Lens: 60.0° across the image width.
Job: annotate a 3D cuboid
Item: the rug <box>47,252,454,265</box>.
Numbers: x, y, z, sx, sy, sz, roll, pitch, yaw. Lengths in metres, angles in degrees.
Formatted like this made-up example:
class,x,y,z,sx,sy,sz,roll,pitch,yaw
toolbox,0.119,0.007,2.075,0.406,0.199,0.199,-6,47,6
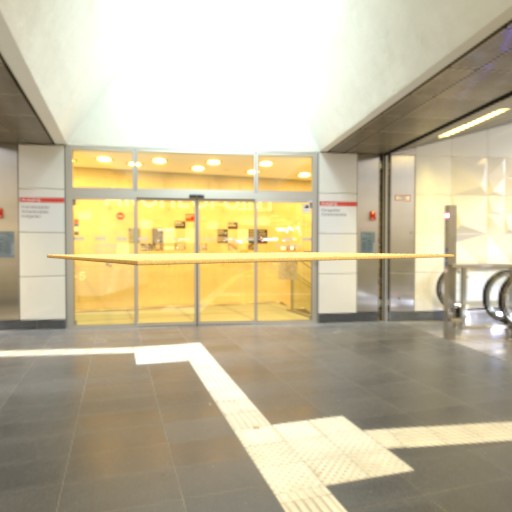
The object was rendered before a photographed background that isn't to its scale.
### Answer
class,x,y,z,sx,sy,sz,roll,pitch,yaw
rug,0.000,0.000,2.385,1.828,0.015,1.222,-1,1,-37
